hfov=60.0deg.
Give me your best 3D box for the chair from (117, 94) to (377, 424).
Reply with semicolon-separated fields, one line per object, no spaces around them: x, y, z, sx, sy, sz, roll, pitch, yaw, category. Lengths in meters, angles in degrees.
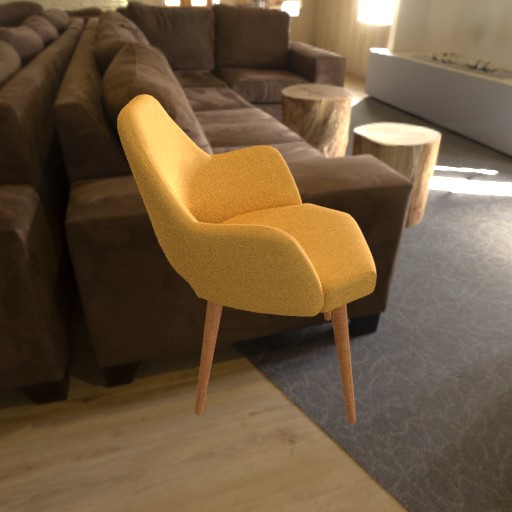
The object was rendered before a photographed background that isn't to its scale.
0.000;0.000;1.242;0.610;0.840;0.590;0;31;-1;chair
